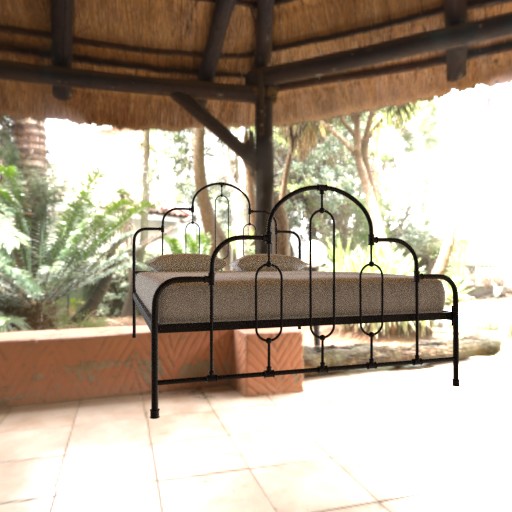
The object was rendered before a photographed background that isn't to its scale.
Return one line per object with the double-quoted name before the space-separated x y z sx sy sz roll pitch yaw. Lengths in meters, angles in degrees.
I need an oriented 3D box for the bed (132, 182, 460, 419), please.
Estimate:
"bed" 0.000 0.000 3.178 1.640 1.429 2.163 0 -1 -18
